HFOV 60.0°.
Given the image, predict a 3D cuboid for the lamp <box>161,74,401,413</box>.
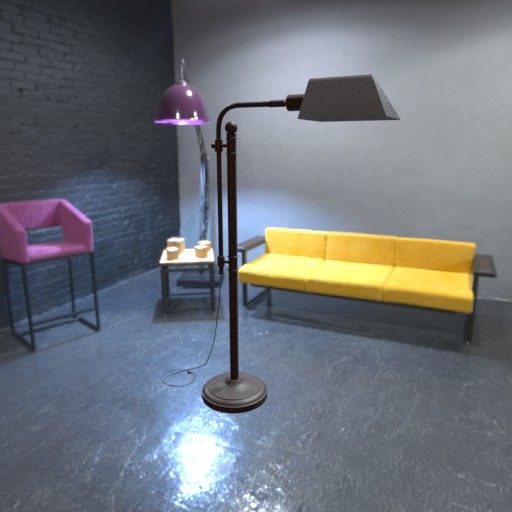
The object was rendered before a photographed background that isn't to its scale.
[{"bbox_3d":[0.000,0.000,0.964,0.545,0.708,0.159,7,16,27],"label":"lamp"}]
